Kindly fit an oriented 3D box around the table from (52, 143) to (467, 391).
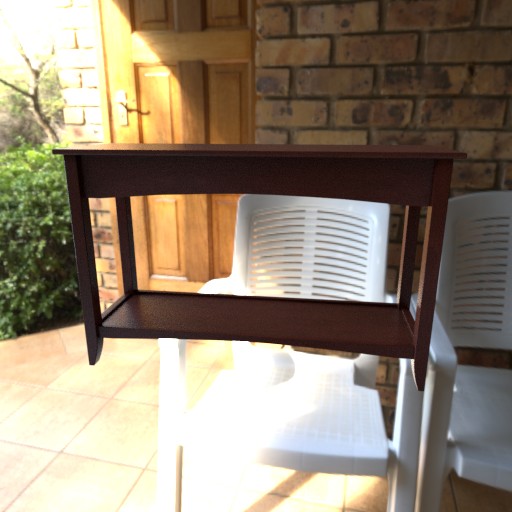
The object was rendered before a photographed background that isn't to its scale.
[{"bbox_3d":[0.000,0.000,1.546,1.188,0.739,0.392,2,17,8],"label":"table"}]
